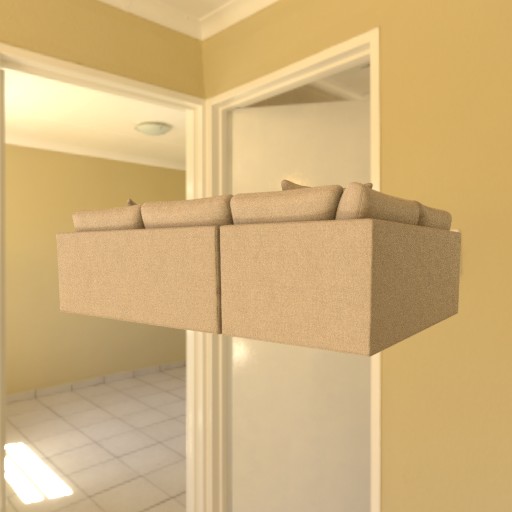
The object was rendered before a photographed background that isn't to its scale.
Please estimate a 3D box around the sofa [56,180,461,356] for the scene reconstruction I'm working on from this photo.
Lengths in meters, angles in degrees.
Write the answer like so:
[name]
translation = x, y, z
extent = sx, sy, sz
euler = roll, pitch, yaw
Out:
[sofa]
translation = 0.000, 0.000, 3.826
extent = 2.896, 0.978, 1.994
euler = 0, 1, 36
